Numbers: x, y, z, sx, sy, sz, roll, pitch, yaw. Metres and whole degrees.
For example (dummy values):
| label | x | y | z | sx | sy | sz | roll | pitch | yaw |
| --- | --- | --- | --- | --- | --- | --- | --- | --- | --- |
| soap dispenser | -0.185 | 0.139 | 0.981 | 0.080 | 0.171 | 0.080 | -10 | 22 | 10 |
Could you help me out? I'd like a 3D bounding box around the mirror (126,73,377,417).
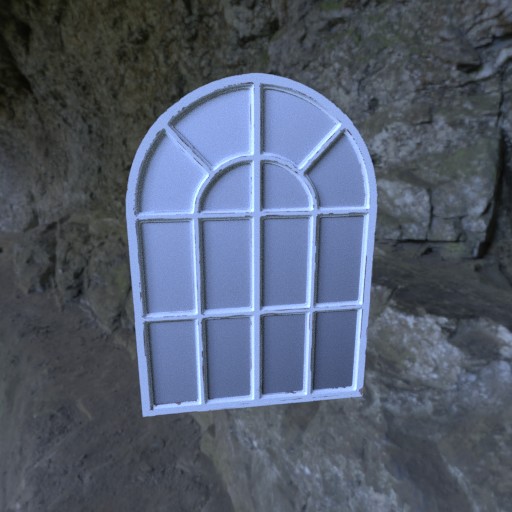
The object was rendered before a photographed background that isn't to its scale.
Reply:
| label | x | y | z | sx | sy | sz | roll | pitch | yaw |
| --- | --- | --- | --- | --- | --- | --- | --- | --- | --- |
| mirror | 0.000 | 0.000 | 1.203 | 0.660 | 0.920 | 0.032 | -2 | 16 | -8 |
